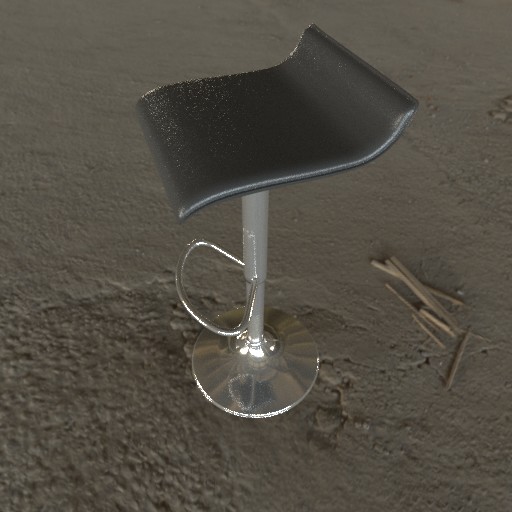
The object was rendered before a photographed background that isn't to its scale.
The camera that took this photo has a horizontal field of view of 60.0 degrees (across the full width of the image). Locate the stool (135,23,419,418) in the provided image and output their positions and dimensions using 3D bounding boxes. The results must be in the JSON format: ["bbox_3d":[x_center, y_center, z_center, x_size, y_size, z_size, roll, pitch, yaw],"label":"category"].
[{"bbox_3d":[0.000,0.000,1.023,0.381,0.851,0.381,-15,47,-14],"label":"stool"}]
